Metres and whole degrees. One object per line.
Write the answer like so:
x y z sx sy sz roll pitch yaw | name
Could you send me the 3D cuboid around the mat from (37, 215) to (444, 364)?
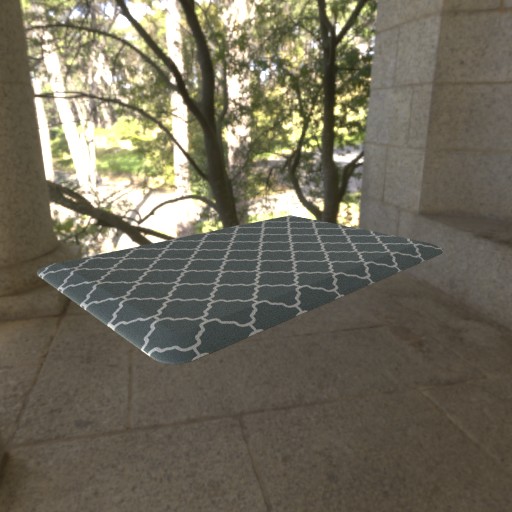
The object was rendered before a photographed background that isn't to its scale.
0.000 0.000 0.960 0.762 0.021 0.508 -15 23 -41 | mat
